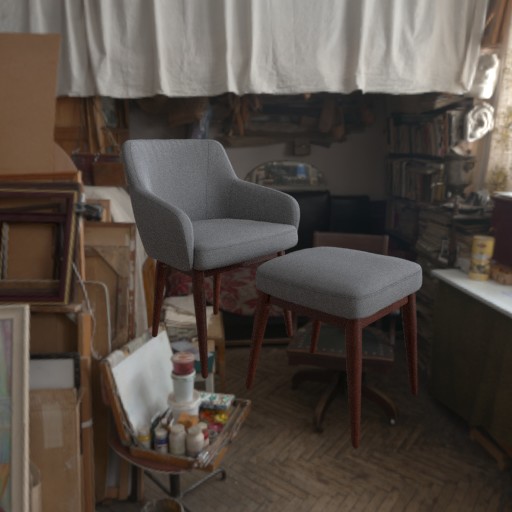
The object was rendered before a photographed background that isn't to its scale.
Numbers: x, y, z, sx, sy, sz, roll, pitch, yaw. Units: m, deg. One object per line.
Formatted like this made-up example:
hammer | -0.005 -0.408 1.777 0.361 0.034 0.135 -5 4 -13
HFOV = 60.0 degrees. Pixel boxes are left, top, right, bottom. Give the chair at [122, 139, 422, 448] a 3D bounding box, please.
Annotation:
chair | 0.000 0.000 1.577 1.107 0.799 0.584 14 21 42
